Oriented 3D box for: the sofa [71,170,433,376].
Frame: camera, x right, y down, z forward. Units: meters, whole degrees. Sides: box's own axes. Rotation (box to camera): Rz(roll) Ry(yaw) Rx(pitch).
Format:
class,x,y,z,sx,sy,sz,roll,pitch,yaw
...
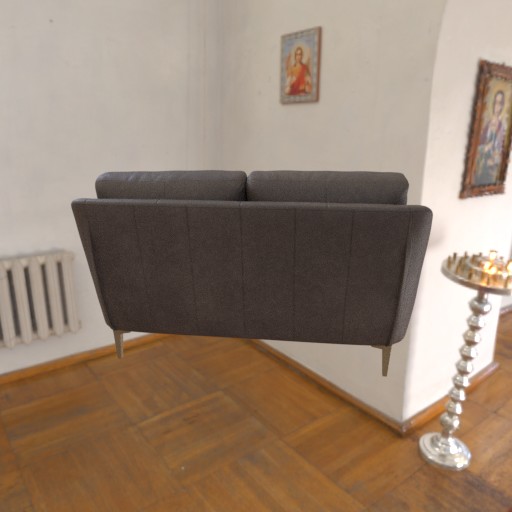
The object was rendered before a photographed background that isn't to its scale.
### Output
class,x,y,z,sx,sy,sz,roll,pitch,yaw
sofa,0.000,0.000,2.248,1.619,0.902,0.960,2,16,7
